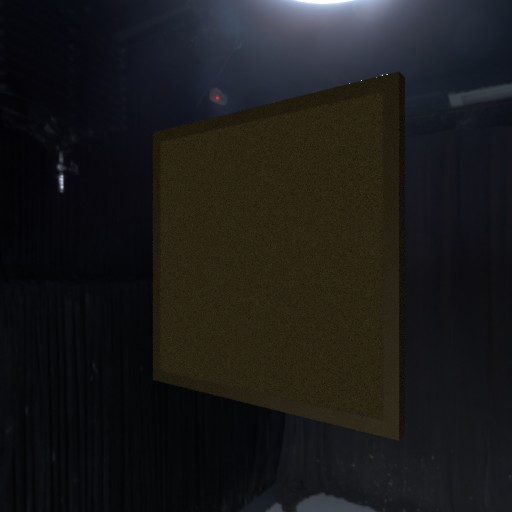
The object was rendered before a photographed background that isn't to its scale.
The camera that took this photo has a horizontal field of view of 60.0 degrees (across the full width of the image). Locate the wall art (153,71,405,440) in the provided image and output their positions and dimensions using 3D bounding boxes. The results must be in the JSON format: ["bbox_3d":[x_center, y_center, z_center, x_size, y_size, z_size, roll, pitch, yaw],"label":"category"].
[{"bbox_3d":[0.000,0.000,2.937,1.935,1.936,0.097,0,0,36],"label":"wall art"}]
